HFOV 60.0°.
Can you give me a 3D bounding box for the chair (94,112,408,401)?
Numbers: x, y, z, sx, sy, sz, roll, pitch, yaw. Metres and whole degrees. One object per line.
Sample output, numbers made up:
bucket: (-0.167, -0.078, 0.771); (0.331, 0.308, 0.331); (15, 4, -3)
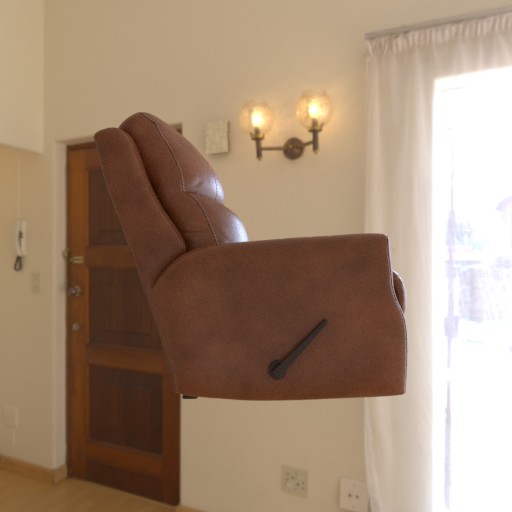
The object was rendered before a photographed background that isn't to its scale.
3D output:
chair: (0.000, 0.000, 1.773); (1.072, 1.016, 0.821); (0, 0, 0)
